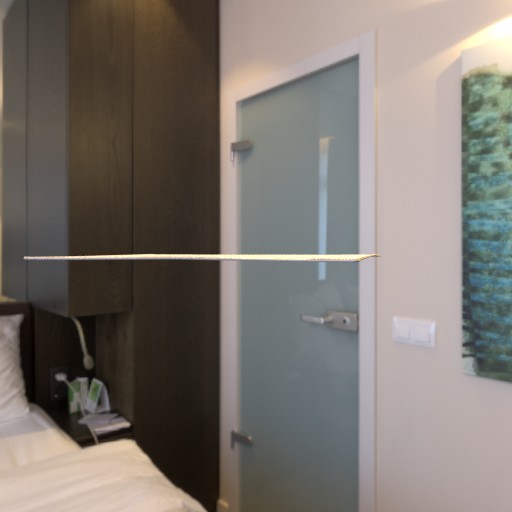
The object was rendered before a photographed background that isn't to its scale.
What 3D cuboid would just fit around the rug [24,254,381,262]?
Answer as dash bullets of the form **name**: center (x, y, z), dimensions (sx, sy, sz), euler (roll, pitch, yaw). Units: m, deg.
- **rug**: center (0.000, 0.000, 2.223), dimensions (1.149, 0.021, 1.773), euler (0, 0, 18)
